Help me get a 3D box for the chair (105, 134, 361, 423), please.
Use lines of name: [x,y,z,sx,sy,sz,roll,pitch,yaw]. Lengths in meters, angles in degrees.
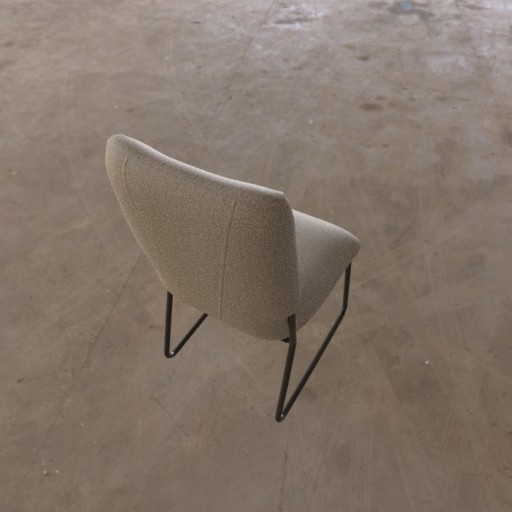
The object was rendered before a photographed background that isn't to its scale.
chair: [0.000,0.000,1.215,0.448,0.864,0.560,24,51,21]
